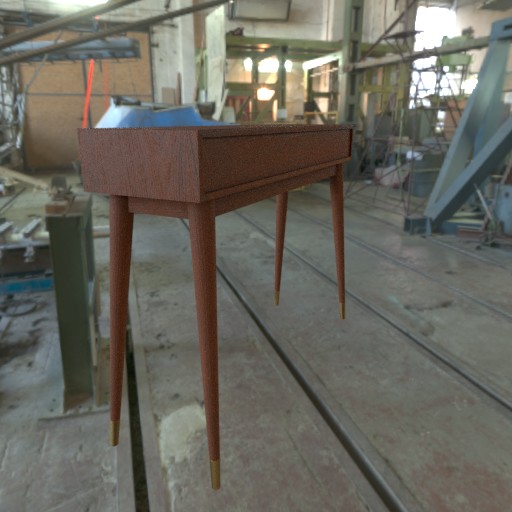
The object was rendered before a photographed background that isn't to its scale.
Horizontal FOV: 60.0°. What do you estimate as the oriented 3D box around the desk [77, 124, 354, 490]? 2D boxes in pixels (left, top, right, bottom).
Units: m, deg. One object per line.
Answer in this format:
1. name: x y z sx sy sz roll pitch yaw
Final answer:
1. desk: 0.000 0.000 1.627 0.384 0.917 1.204 9 19 26
